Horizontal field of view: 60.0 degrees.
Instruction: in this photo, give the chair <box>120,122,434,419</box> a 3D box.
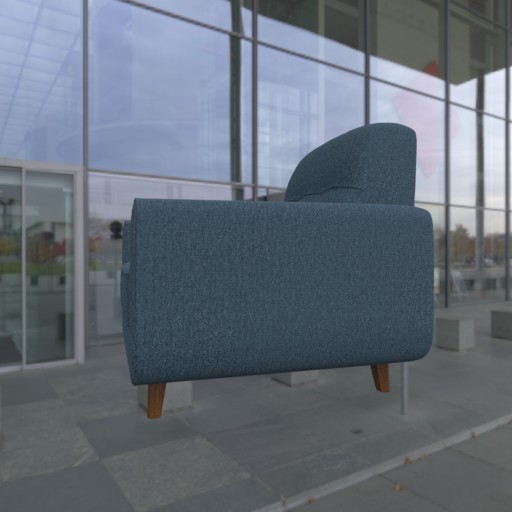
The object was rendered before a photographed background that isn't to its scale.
[{"bbox_3d":[0.000,0.000,1.668,0.964,0.940,0.880,0,0,-18],"label":"chair"}]
